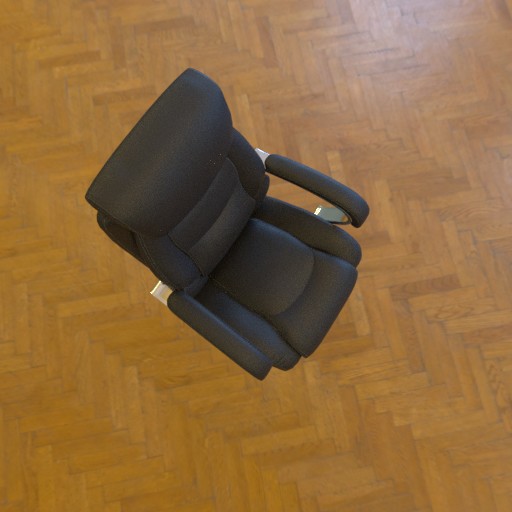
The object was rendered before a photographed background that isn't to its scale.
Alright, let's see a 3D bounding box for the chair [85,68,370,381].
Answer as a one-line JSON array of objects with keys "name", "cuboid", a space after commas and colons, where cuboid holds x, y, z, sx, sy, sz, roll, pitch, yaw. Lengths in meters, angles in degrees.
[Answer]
[{"name": "chair", "cuboid": [0.000, 0.000, 1.702, 0.790, 1.183, 0.755, 32, 78, 8]}]
